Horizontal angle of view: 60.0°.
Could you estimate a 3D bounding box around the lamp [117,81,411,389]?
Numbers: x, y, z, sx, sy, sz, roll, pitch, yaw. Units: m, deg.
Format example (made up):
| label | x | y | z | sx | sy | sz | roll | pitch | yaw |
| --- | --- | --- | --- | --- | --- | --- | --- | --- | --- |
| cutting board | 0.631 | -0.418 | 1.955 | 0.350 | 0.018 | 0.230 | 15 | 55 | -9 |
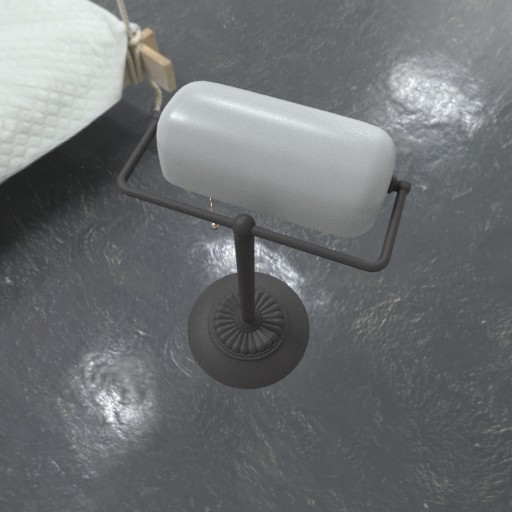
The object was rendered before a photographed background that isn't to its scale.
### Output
| label | x | y | z | sx | sy | sz | roll | pitch | yaw |
| --- | --- | --- | --- | --- | --- | --- | --- | --- | --- |
| lamp | 0.000 | 0.000 | 0.514 | 0.264 | 0.339 | 0.243 | 18 | 64 | 9 |
